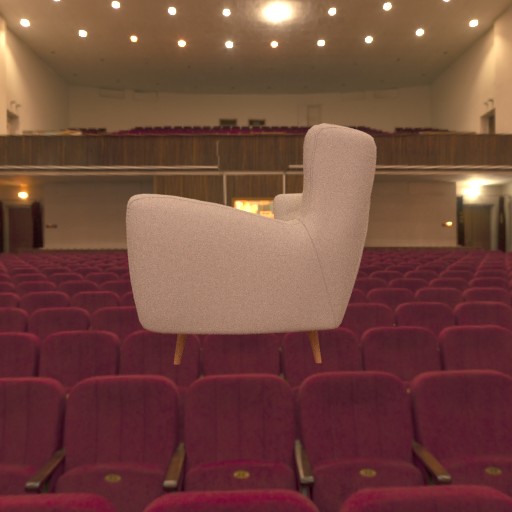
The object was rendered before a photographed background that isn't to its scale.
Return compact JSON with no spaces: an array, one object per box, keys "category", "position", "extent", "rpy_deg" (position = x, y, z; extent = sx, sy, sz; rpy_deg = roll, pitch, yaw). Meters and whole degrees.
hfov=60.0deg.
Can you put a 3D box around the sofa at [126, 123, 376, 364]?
[{"category":"sofa","position":[0.000,0.000,2.353],"extent":[0.899,0.890,1.930],"rpy_deg":[0,0,-1]}]
